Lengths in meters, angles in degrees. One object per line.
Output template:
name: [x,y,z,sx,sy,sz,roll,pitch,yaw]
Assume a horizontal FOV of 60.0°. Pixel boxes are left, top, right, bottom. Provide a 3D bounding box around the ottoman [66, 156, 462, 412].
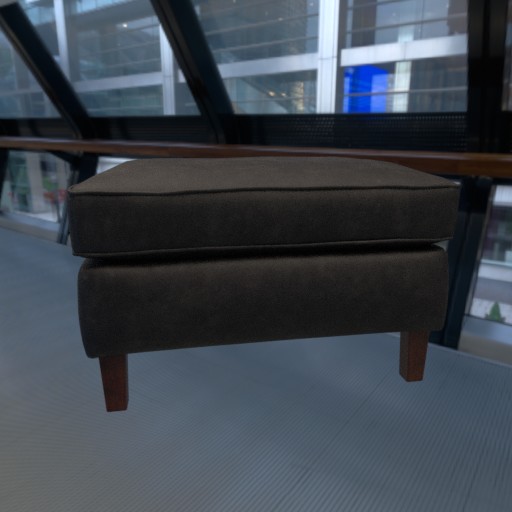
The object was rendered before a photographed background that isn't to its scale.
ottoman: [0.000,0.000,0.962,0.665,0.413,0.501,-3,15,-10]
